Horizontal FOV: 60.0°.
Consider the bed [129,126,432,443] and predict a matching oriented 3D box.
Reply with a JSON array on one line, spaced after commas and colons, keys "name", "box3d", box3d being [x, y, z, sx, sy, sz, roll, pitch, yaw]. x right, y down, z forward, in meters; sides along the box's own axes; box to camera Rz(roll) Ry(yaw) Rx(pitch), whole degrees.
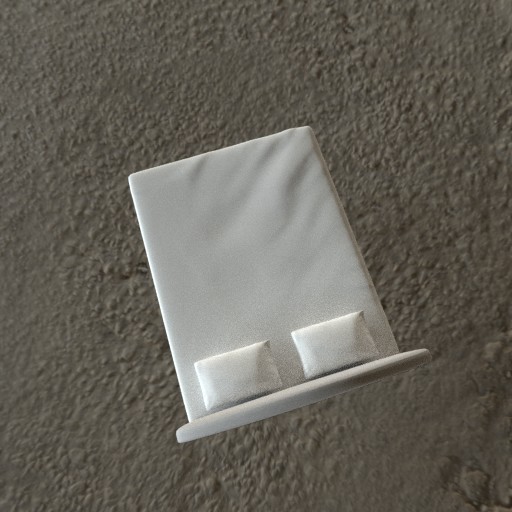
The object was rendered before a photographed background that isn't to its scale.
[{"name": "bed", "box3d": [0.000, 0.000, 3.114, 1.607, 1.410, 2.005, -17, 74, -5]}]
